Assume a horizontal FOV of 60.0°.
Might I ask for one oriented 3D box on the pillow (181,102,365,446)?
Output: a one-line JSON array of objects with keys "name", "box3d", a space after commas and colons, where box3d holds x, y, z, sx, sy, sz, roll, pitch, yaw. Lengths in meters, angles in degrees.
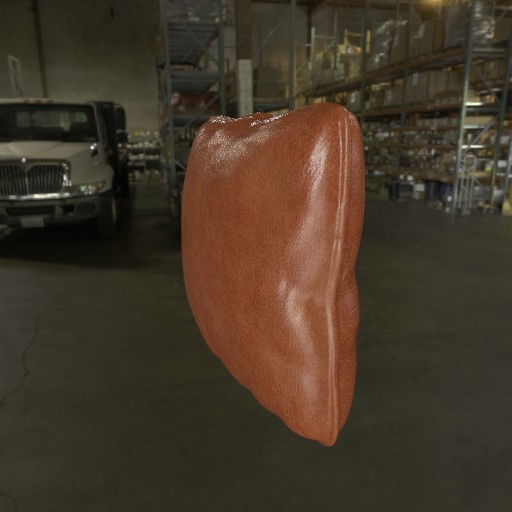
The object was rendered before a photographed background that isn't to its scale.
[{"name": "pillow", "box3d": [0.000, 0.000, 0.838, 0.236, 0.523, 0.532, -7, 16, -25]}]
